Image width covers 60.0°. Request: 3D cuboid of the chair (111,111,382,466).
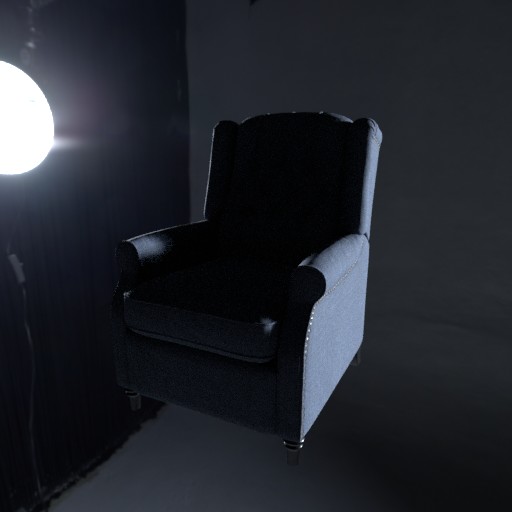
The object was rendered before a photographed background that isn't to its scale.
[{"bbox_3d":[0.000,0.000,1.624,0.742,1.035,0.898,8,17,26],"label":"chair"}]
